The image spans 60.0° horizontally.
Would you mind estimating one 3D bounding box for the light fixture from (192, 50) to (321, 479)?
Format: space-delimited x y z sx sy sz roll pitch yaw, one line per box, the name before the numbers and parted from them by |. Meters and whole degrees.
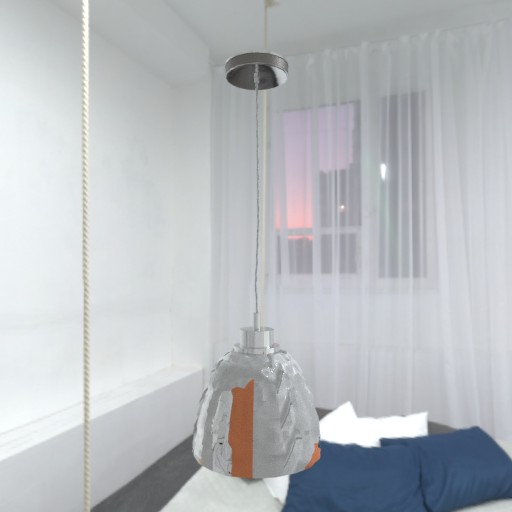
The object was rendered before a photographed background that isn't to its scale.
light fixture | 0.000 0.000 1.746 0.500 1.511 0.496 0 -1 0
